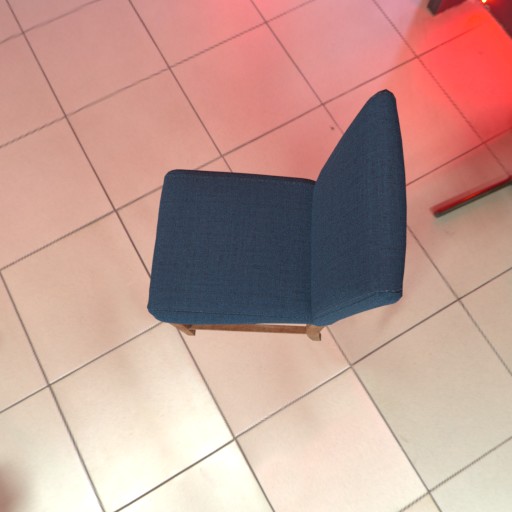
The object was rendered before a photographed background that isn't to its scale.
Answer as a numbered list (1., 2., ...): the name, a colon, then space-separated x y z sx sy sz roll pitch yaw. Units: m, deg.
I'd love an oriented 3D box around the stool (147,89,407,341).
1. stool: 0.000 0.000 1.360 0.574 1.088 0.454 3 75 1
